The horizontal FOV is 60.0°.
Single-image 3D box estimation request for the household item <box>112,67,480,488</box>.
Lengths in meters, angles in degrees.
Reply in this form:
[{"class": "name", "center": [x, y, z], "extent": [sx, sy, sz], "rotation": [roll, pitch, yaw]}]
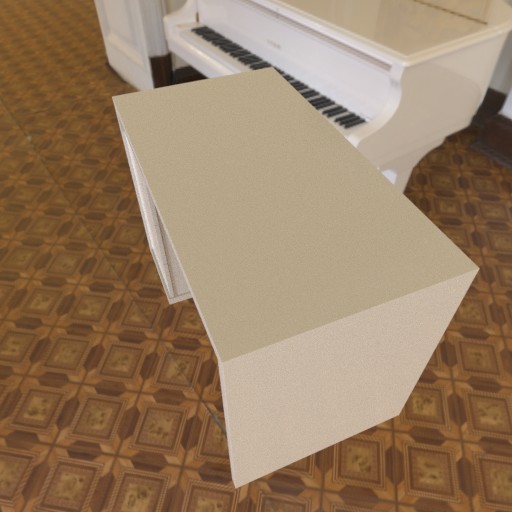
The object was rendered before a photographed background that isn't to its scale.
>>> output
[{"class": "household item", "center": [0.000, 0.000, 1.507], "extent": [0.597, 0.749, 1.100], "rotation": [-17, 49, -15]}]
